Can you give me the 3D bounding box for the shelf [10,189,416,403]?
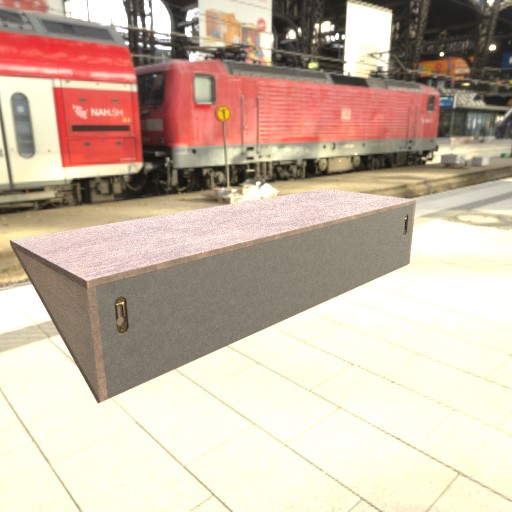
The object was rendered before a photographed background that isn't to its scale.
[{"bbox_3d":[0.000,0.000,0.671,0.610,0.125,0.200,-16,23,-43],"label":"shelf"}]
